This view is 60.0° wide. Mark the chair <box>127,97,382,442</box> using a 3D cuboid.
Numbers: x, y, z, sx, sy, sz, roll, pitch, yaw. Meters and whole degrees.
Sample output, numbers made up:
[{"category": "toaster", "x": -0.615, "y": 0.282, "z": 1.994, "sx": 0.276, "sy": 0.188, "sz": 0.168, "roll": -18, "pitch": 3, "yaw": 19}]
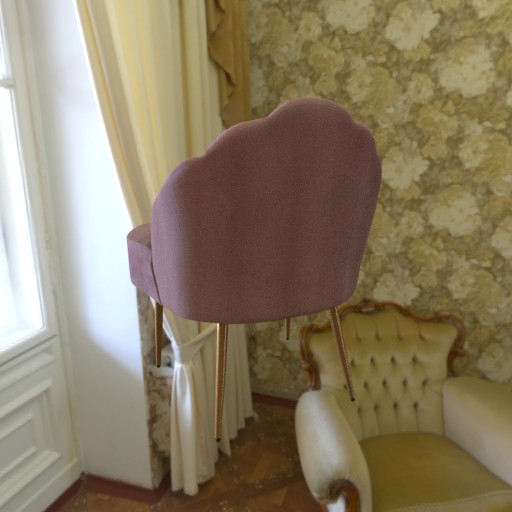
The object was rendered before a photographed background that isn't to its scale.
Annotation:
[{"category": "chair", "x": 0.000, "y": 0.000, "z": 1.287, "sx": 0.657, "sy": 0.819, "sz": 0.599, "roll": -7, "pitch": 15, "yaw": -25}]
